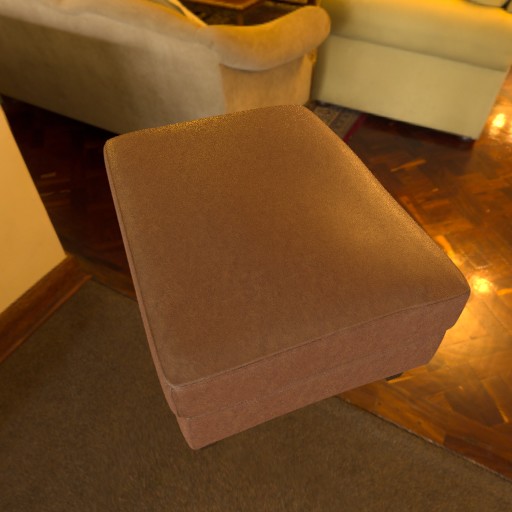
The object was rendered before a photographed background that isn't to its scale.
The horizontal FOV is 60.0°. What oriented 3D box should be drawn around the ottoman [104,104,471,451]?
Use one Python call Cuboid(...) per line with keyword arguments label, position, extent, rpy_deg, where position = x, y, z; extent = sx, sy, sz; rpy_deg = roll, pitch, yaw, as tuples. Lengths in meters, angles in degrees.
Cuboid(label="ottoman", position=(0.000, 0.000, 1.216), extent=(0.650, 0.485, 0.851), rpy_deg=(-15, 48, -14))
